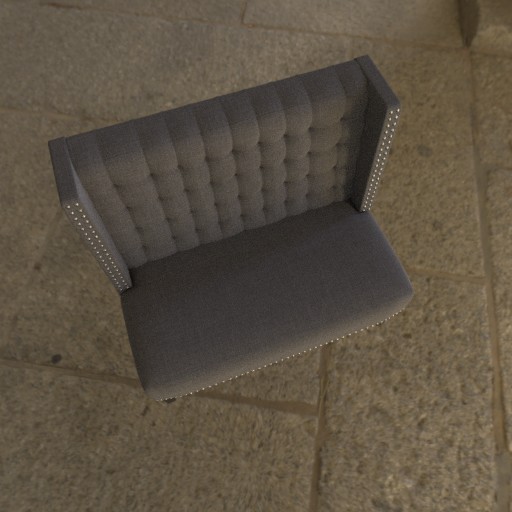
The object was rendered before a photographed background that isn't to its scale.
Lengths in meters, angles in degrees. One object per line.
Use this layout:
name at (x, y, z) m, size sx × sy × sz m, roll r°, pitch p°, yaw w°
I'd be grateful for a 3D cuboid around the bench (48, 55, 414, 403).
bench at (0.000, 0.000, 1.970) m, size 1.276 × 1.121 × 0.842 m, roll -18°, pitch 66°, yaw -9°
